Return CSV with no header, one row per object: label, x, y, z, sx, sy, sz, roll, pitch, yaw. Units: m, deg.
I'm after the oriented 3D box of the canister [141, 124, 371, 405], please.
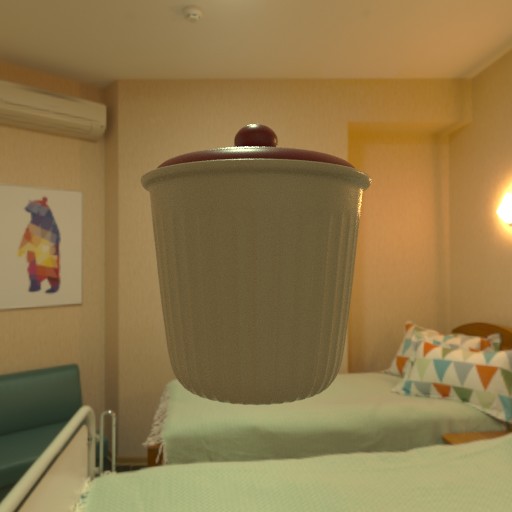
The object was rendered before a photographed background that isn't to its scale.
canister,0.000,0.000,0.359,0.181,0.211,0.181,0,0,0
